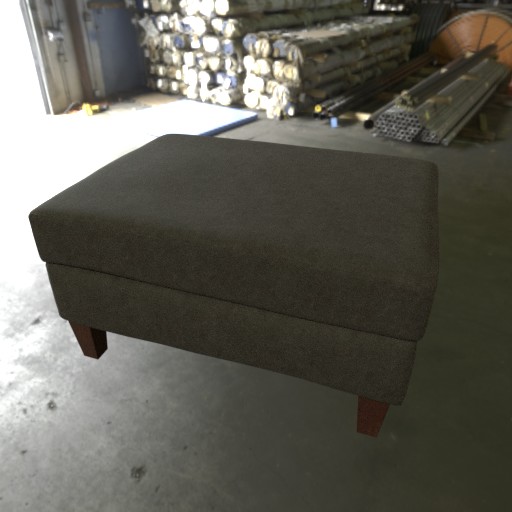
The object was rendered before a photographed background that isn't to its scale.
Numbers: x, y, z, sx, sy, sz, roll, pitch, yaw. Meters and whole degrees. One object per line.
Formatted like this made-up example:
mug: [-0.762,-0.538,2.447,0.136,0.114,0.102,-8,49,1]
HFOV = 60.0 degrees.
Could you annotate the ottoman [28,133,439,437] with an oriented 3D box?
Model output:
ottoman: [0.000,0.000,1.178,0.839,0.464,0.639,10,33,16]
